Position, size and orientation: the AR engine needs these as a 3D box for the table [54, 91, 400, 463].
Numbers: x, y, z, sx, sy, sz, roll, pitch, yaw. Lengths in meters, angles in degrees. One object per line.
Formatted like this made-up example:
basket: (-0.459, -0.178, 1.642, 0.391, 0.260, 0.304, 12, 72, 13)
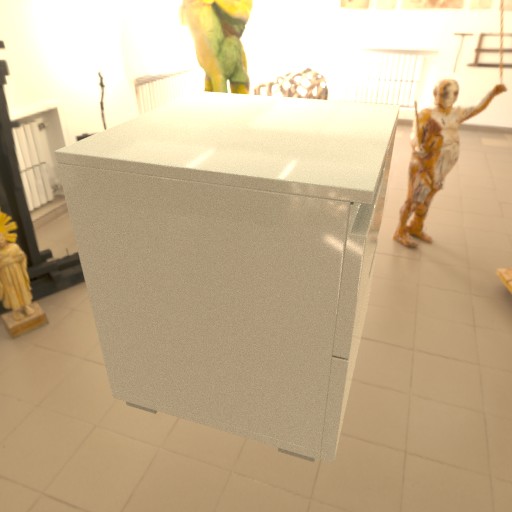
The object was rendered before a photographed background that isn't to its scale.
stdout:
table: (0.000, 0.000, 0.800, 0.400, 0.470, 0.420, 10, 32, 16)
